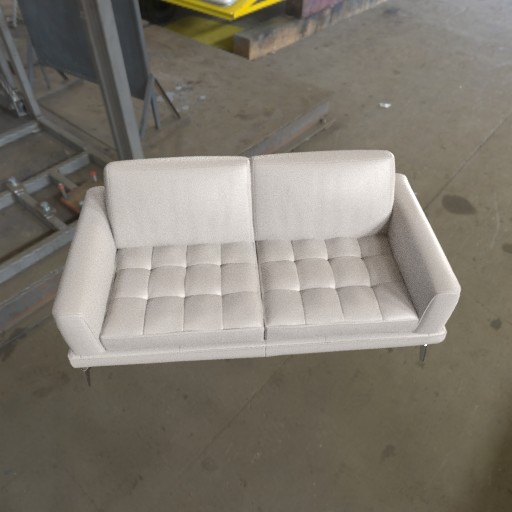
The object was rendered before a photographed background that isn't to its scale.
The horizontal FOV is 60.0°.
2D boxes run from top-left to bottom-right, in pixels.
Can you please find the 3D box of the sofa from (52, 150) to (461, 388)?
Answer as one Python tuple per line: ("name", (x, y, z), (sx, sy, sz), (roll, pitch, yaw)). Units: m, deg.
("sofa", (0.000, 0.000, 2.716), (2.177, 0.930, 1.121), (-3, 47, -3))
